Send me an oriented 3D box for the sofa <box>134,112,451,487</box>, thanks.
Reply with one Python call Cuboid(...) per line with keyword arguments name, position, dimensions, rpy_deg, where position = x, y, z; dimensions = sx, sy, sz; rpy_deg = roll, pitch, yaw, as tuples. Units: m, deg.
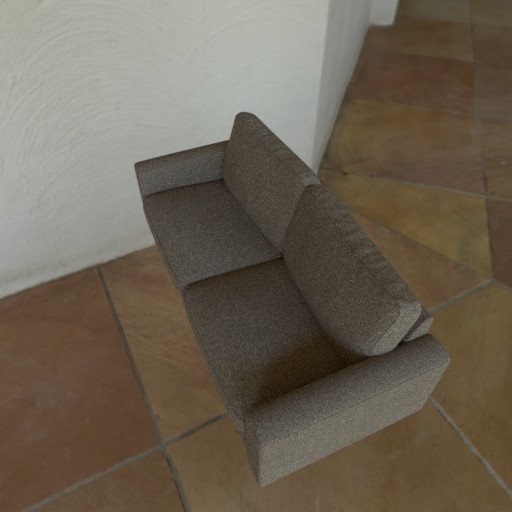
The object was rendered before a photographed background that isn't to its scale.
Cuboid(name="sofa", position=(0.000, 0.000, 2.679), dimensions=(1.016, 0.873, 2.179), rpy_deg=(-18, 49, -16))
